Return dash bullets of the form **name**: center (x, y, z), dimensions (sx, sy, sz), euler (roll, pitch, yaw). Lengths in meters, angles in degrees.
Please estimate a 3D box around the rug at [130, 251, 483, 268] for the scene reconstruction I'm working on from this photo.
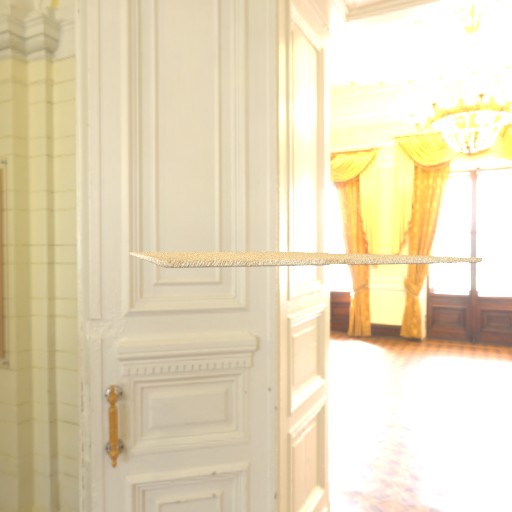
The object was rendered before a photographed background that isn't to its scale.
- **rug**: center (0.000, 0.000, 2.946), dimensions (1.500, 0.026, 2.349), euler (0, 1, -19)
